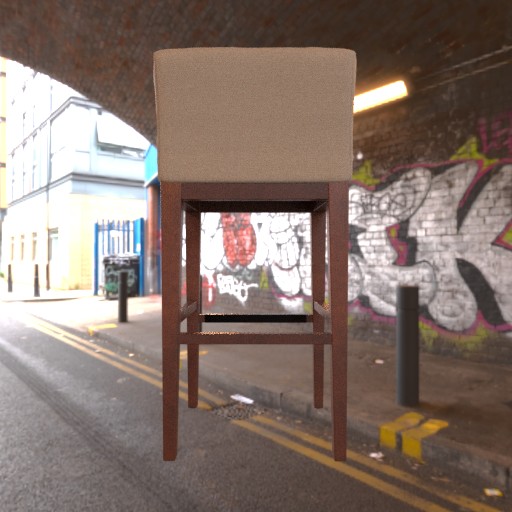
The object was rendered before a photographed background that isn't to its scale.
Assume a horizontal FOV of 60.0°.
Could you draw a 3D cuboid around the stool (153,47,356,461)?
[{"bbox_3d":[0.000,0.000,1.314,0.511,1.037,0.500,0,0,0],"label":"stool"}]
